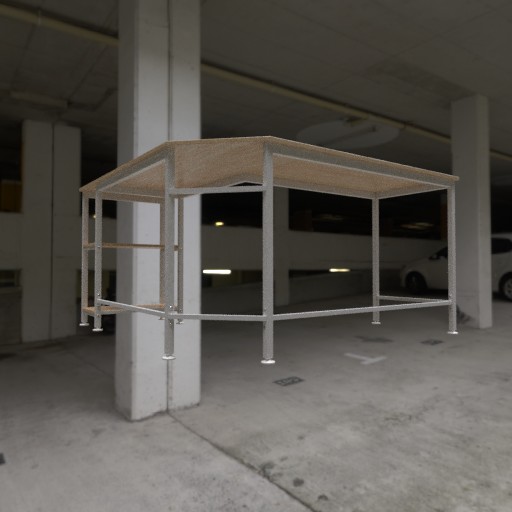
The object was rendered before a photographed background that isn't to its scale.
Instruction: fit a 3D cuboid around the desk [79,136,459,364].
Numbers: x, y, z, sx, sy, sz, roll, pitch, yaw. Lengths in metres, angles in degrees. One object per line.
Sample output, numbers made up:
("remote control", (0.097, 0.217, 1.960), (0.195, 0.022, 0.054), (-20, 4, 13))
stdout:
("desk", (0.000, 0.000, 2.248), (1.379, 0.739, 1.379), (1, -2, -36))
